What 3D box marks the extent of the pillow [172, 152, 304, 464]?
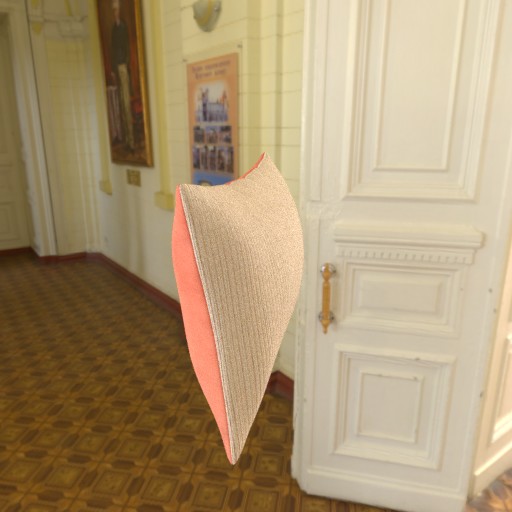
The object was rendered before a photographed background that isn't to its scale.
[{"bbox_3d":[0.000,0.000,0.734,0.155,0.307,0.608,2,16,8],"label":"pillow"}]
